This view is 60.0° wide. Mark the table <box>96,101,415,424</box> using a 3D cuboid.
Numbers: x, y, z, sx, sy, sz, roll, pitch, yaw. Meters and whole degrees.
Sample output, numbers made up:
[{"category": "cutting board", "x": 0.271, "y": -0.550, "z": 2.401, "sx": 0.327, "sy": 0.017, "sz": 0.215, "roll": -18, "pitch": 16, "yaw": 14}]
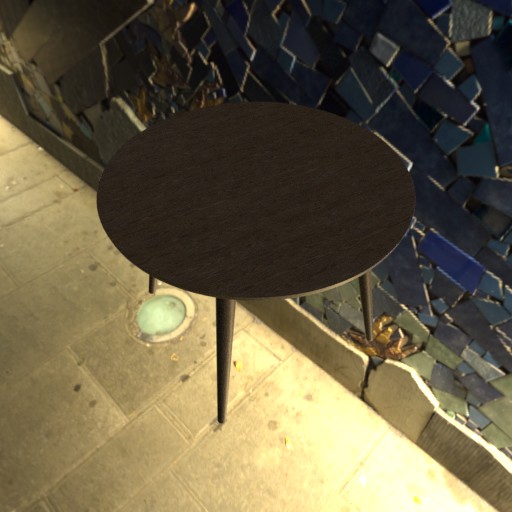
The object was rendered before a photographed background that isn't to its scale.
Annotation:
[{"category": "table", "x": 0.000, "y": 0.000, "z": 1.791, "sx": 1.053, "sy": 0.786, "sz": 1.053, "roll": 0, "pitch": 46, "yaw": 0}]
